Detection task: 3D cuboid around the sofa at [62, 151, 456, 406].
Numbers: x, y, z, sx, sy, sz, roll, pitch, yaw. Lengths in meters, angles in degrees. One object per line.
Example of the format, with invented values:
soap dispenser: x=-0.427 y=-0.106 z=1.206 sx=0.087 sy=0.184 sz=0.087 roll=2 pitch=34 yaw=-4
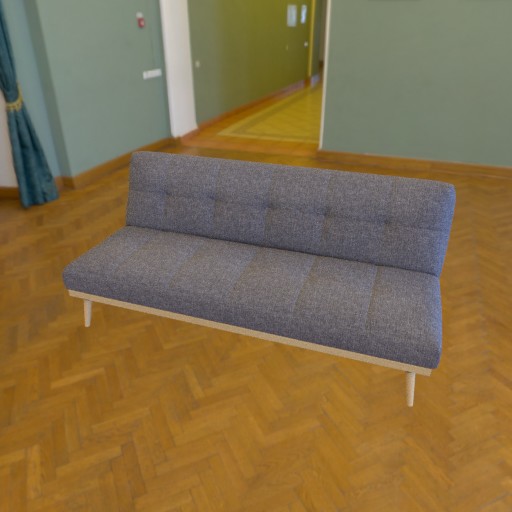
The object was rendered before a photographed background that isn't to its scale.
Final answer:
sofa: x=0.000 y=0.000 z=2.277 sx=1.820 sy=0.770 sz=0.820 roll=10 pitch=30 yaw=17
